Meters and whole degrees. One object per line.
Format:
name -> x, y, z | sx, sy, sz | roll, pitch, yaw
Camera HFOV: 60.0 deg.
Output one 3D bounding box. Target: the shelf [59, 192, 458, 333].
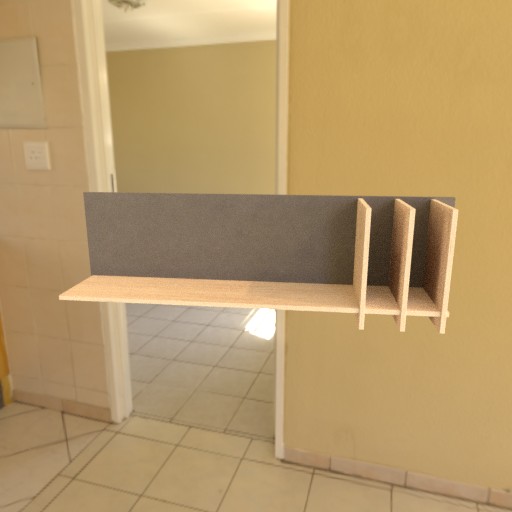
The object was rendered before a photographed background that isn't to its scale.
shelf -> 0.000, 0.000, 1.160 | 1.020, 0.300, 0.200 | 2, 14, 7
